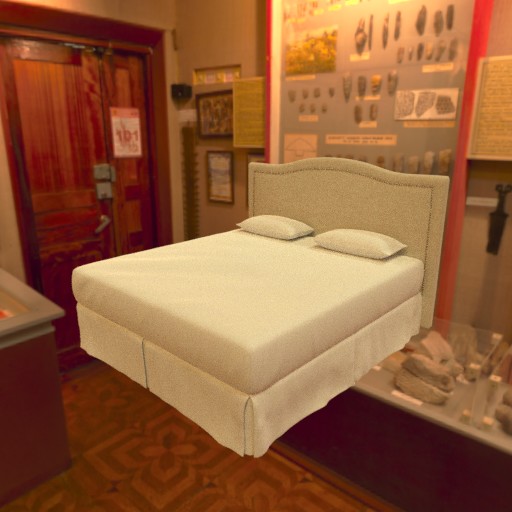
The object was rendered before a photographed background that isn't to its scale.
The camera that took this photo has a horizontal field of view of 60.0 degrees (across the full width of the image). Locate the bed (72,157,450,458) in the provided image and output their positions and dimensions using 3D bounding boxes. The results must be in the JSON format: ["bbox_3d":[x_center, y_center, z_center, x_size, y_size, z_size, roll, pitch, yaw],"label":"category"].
[{"bbox_3d":[0.000,0.000,3.495,2.083,1.421,2.182,14,22,41],"label":"bed"}]
